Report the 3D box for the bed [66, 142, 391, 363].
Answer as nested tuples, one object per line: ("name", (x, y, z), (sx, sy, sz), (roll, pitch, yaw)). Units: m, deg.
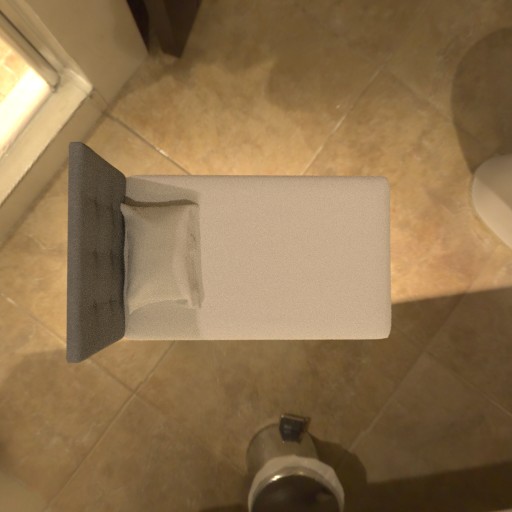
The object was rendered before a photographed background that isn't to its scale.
("bed", (0.000, 0.000, 3.057), (1.997, 1.571, 1.261), (0, 88, -1))
